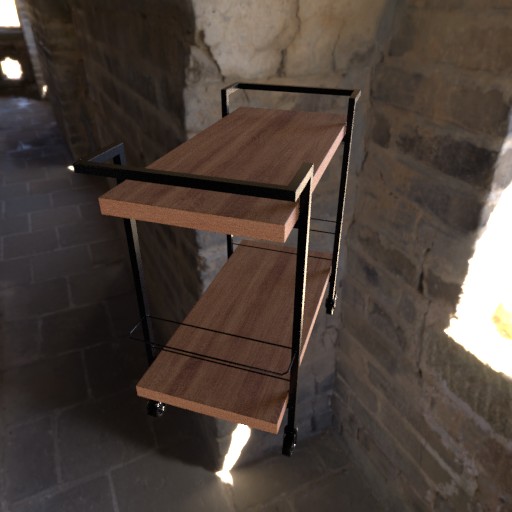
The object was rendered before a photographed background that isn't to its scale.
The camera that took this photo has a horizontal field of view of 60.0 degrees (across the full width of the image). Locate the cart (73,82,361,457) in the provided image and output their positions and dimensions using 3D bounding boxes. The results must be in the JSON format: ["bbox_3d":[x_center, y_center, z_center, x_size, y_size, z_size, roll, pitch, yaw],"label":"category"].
[{"bbox_3d":[0.000,0.000,1.234,0.406,0.762,0.806,10,33,16],"label":"cart"}]
